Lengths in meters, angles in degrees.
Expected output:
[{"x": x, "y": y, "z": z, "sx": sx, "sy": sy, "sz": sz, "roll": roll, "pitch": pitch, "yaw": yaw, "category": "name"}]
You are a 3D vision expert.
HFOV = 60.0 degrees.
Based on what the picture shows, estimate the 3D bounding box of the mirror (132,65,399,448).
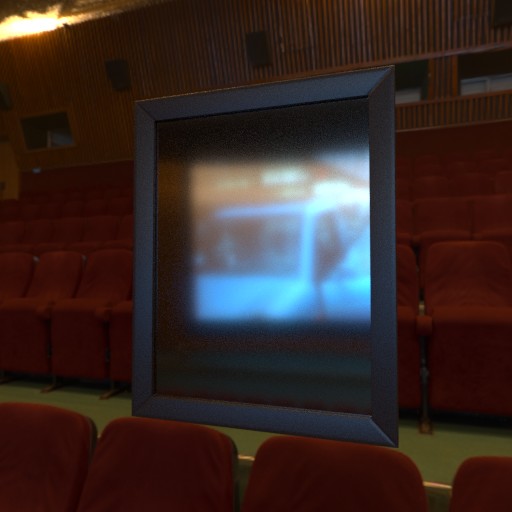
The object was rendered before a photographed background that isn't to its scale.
[{"x": 0.000, "y": 0.000, "z": 0.669, "sx": 0.405, "sy": 0.508, "sz": 0.041, "roll": -1, "pitch": -2, "yaw": 18, "category": "mirror"}]
